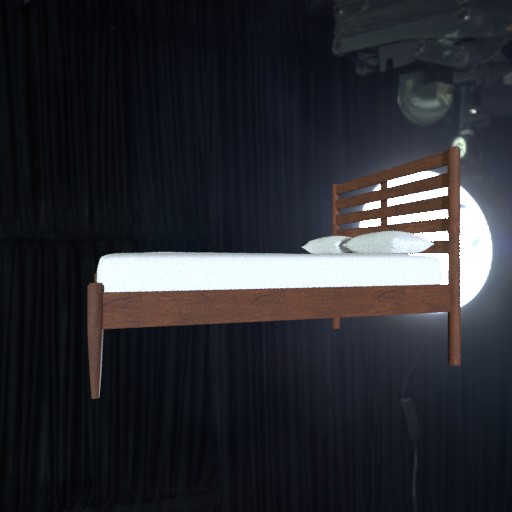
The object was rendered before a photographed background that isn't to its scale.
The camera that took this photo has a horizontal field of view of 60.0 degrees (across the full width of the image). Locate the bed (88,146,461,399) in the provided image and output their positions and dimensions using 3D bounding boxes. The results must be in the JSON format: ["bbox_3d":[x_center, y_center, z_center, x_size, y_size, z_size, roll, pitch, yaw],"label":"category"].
[{"bbox_3d":[0.000,0.000,3.016,2.093,1.304,1.509,0,0,-19],"label":"bed"}]
